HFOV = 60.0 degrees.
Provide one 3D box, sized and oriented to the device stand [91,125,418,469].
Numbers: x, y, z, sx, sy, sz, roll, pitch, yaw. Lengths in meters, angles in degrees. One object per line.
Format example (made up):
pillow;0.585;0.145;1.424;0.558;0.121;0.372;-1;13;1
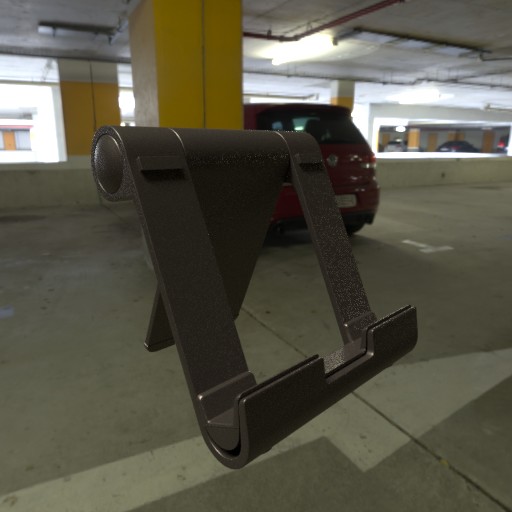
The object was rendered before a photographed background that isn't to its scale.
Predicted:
device stand;0.000;0.000;0.150;0.079;0.084;0.088;13;19;43
